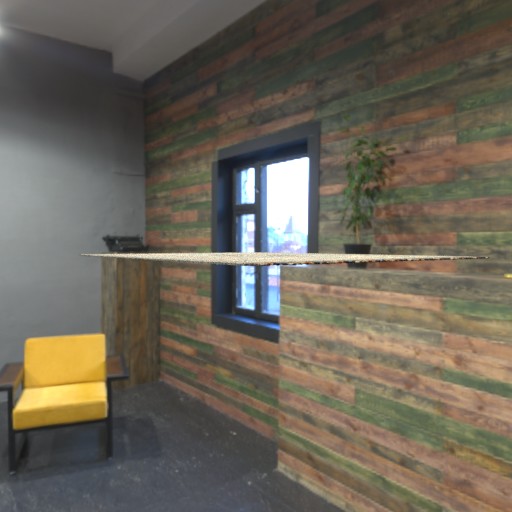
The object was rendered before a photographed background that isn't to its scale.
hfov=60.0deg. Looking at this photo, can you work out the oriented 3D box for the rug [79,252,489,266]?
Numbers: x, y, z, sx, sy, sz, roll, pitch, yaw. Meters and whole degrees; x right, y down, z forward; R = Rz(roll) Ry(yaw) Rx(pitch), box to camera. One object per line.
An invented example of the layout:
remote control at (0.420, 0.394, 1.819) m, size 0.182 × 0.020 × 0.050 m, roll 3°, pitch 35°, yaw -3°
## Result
rug at (0.000, 0.000, 2.243) m, size 1.278 × 0.009 × 1.730 m, roll -1°, pitch 2°, yaw -37°
